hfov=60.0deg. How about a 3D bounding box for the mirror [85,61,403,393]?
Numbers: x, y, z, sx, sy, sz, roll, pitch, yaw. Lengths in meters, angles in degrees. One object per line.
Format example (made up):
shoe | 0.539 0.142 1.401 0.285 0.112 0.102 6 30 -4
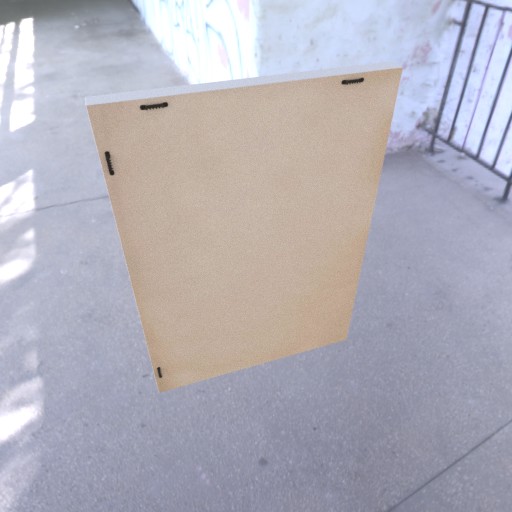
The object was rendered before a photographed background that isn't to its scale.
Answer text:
mirror | 0.000 0.000 0.916 0.507 0.710 0.039 -12 42 -14
